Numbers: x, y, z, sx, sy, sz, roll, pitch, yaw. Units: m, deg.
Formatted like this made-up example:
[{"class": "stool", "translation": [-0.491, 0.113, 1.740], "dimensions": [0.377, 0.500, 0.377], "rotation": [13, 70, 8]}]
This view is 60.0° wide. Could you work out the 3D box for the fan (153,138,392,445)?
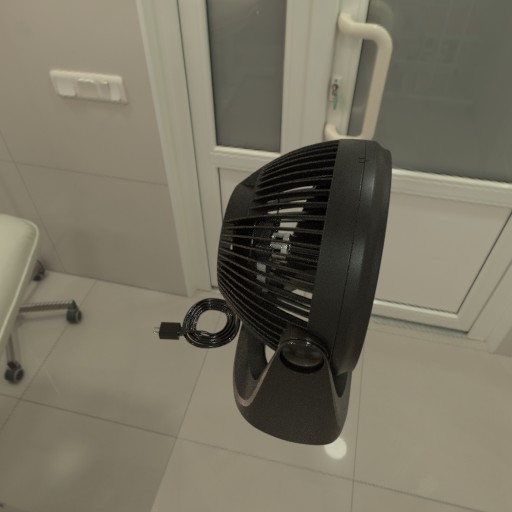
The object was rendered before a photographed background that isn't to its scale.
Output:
[{"class": "fan", "translation": [0.000, 0.000, 0.486], "dimensions": [0.256, 0.277, 0.273], "rotation": [10, 47, 9]}]
